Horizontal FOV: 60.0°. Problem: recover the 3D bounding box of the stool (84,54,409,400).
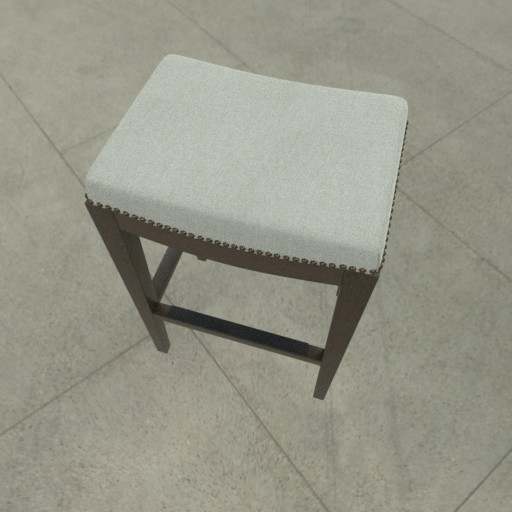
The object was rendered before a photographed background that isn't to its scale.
[{"bbox_3d":[0.000,0.000,1.042,0.498,0.759,0.358,14,59,9],"label":"stool"}]
